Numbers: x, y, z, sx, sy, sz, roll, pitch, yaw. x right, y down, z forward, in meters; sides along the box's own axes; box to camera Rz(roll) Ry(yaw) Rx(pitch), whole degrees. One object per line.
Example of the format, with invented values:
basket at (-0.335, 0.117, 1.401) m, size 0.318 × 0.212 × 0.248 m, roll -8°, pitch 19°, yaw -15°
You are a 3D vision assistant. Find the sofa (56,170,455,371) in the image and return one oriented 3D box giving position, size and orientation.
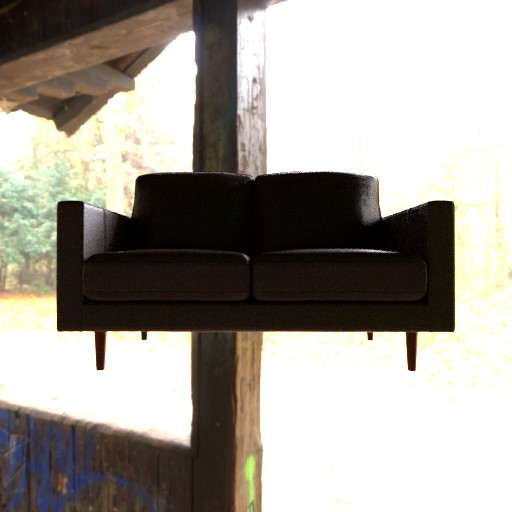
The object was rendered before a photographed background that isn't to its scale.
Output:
sofa at (0.000, 0.000, 2.159) m, size 1.578 × 0.951 × 0.909 m, roll 0°, pitch -1°, yaw 1°
